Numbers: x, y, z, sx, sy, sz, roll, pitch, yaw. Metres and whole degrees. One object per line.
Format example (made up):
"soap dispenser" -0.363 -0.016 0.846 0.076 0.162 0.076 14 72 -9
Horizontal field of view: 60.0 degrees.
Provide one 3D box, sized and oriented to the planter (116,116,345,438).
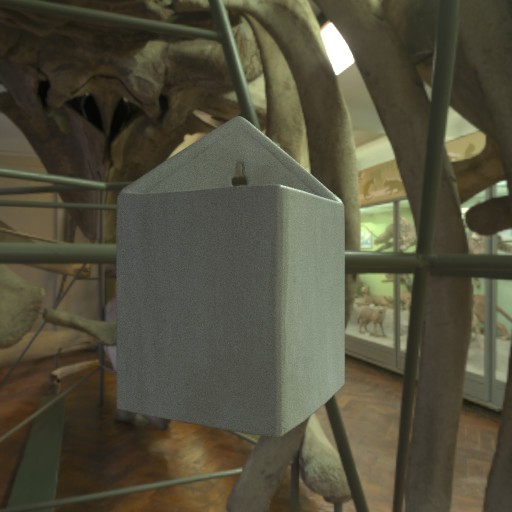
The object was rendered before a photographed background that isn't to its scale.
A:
"planter" 0.000 0.000 0.273 0.163 0.194 0.080 0 0 -19
